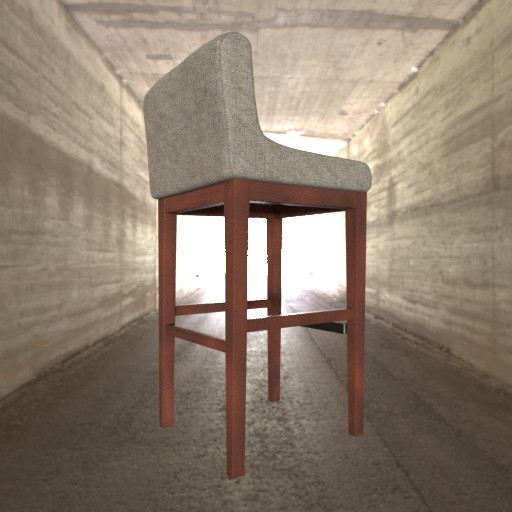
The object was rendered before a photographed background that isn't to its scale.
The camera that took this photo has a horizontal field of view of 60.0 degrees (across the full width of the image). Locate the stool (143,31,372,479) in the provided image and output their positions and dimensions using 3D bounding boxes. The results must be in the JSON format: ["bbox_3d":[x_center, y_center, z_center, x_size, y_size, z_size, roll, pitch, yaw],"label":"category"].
[{"bbox_3d":[0.000,0.000,1.227,0.499,0.965,0.426,0,-1,-36],"label":"stool"}]
